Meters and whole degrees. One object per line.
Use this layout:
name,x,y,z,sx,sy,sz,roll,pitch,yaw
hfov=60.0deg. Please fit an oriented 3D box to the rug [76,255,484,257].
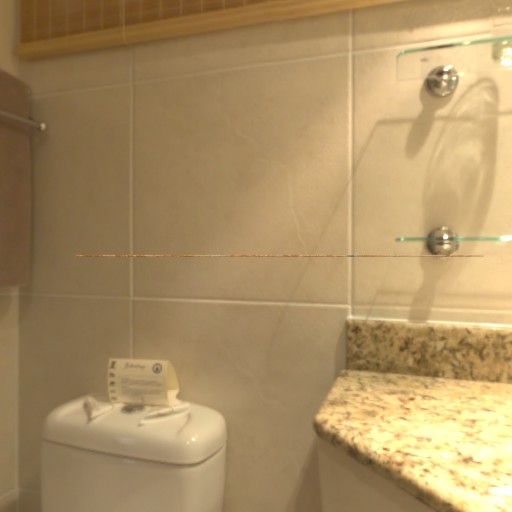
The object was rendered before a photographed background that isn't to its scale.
rug,0.000,0.000,4.225,3.048,0.010,2.439,0,0,-19
